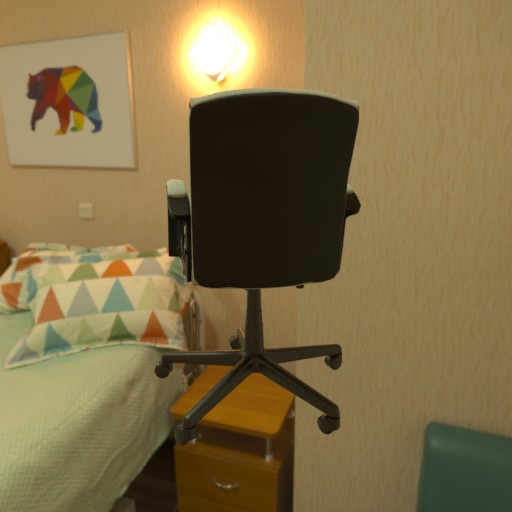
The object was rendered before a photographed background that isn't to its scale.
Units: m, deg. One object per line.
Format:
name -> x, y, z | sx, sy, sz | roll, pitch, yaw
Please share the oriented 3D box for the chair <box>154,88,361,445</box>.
chair -> 0.000, 0.000, 1.513 | 0.739, 1.004, 0.717 | -3, 14, -10
